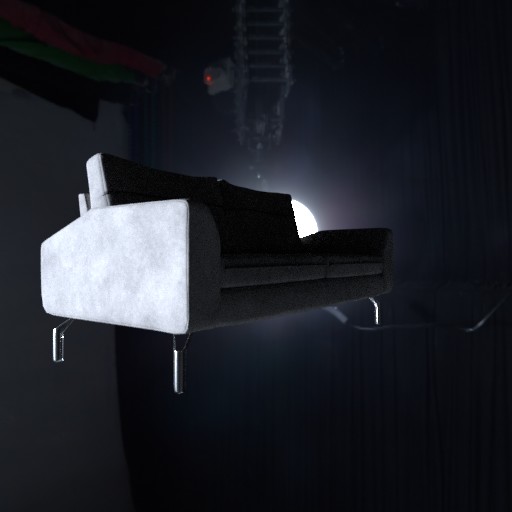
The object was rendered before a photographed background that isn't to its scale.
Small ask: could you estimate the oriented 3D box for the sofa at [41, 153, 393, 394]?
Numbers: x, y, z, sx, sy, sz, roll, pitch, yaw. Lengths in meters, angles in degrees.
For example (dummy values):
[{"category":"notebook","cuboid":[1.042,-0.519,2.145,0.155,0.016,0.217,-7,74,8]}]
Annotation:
[{"category":"sofa","cuboid":[0.000,0.000,2.294,0.849,0.859,1.837,0,0,36]}]
